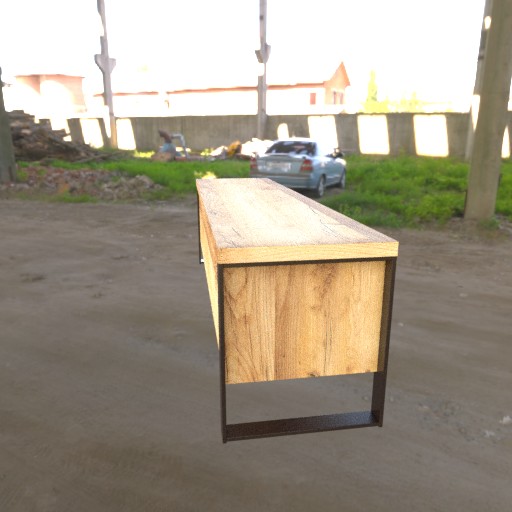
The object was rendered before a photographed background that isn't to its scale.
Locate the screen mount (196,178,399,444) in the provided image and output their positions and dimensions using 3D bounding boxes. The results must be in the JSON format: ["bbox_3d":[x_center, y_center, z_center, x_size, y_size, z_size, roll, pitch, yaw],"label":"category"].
[{"bbox_3d":[0.000,0.000,1.684,0.395,0.450,1.524,-2,15,-9],"label":"screen mount"}]
